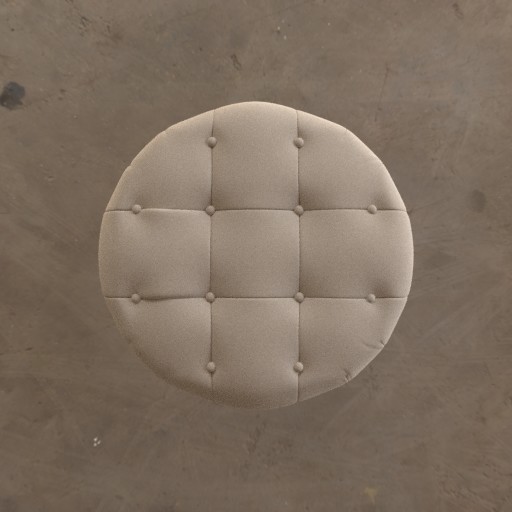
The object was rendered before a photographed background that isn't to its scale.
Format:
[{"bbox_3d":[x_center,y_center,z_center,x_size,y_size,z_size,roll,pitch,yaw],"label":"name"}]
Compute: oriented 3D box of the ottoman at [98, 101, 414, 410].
[{"bbox_3d":[0.000,0.000,1.418,0.901,0.439,0.901,0,88,1],"label":"ottoman"}]
